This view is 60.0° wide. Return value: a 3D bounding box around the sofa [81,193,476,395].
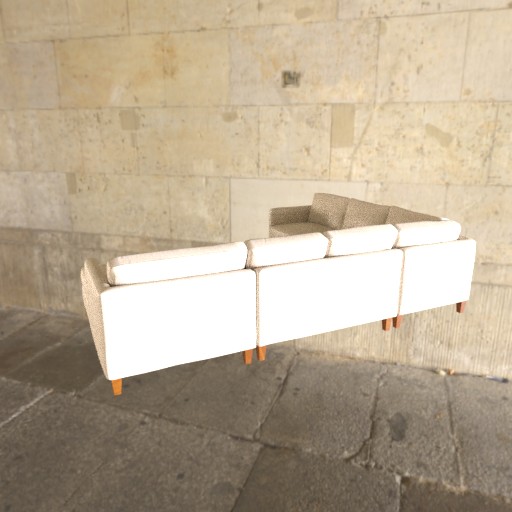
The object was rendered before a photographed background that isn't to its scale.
[{"bbox_3d":[0.000,0.000,4.656,3.460,0.961,2.594,-7,17,-25],"label":"sofa"}]
